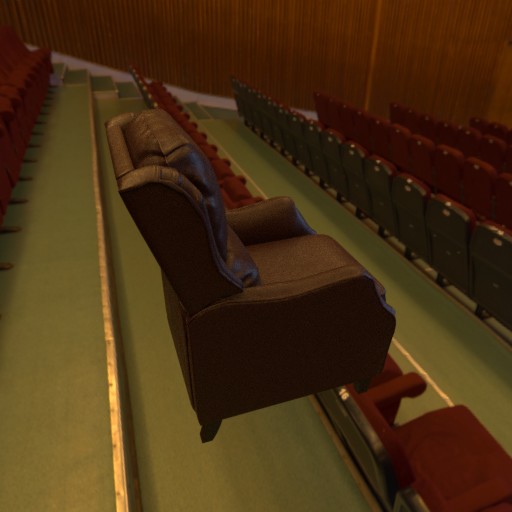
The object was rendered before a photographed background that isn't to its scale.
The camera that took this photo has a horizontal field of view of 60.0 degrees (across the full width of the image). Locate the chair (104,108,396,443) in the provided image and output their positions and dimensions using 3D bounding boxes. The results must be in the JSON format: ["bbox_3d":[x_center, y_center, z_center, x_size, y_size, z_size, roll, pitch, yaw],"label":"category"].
[{"bbox_3d":[0.000,0.000,1.785,0.982,1.132,0.770,-10,32,-16],"label":"chair"}]
